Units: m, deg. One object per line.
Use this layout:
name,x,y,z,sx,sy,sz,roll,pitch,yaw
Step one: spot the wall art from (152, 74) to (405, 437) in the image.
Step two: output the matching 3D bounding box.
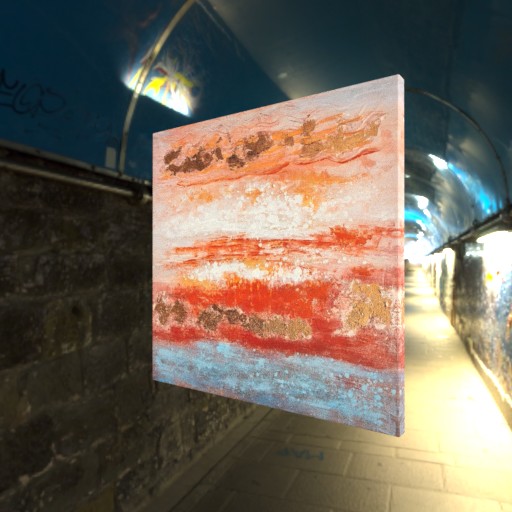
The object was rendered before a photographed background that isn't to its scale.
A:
wall art,0.000,0.000,1.138,0.747,0.747,0.035,0,0,35
